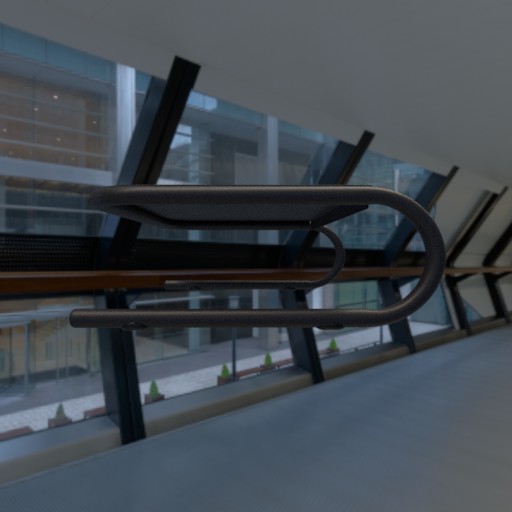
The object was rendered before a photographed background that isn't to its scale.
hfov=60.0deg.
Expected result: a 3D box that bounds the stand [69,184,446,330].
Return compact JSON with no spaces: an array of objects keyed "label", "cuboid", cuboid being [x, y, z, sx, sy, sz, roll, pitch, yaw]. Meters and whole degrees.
[{"label":"stand","cuboid":[0.000,0.000,0.508,0.280,0.108,0.370,0,0,-1]}]
